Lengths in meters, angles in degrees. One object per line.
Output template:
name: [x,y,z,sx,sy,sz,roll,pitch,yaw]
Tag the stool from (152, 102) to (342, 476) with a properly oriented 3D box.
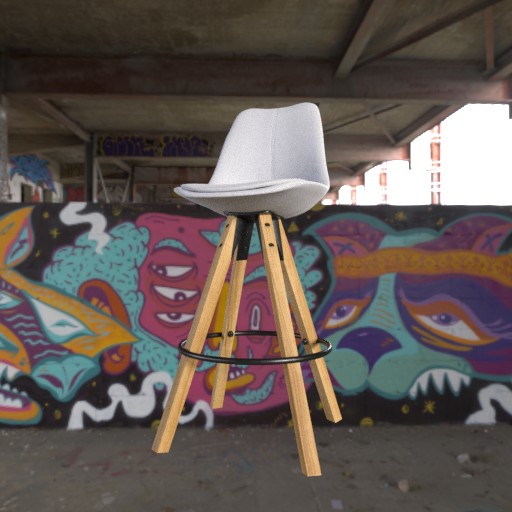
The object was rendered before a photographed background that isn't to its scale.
stool: [0.000,0.000,1.392,0.484,1.115,0.550,0,0,18]
